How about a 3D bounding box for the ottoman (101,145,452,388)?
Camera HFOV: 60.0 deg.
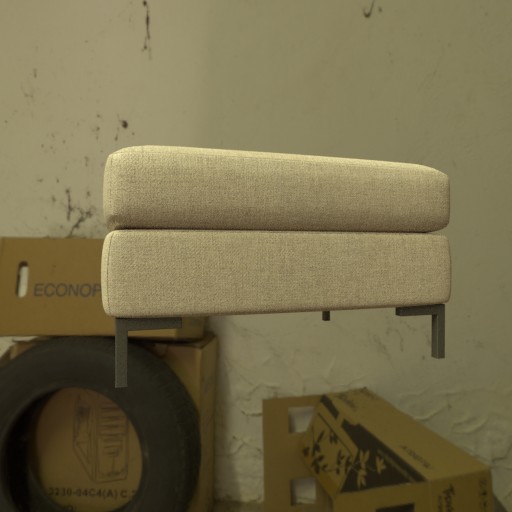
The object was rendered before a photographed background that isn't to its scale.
[{"bbox_3d":[0.000,0.000,1.253,0.820,0.490,0.671,0,1,-18],"label":"ottoman"}]
